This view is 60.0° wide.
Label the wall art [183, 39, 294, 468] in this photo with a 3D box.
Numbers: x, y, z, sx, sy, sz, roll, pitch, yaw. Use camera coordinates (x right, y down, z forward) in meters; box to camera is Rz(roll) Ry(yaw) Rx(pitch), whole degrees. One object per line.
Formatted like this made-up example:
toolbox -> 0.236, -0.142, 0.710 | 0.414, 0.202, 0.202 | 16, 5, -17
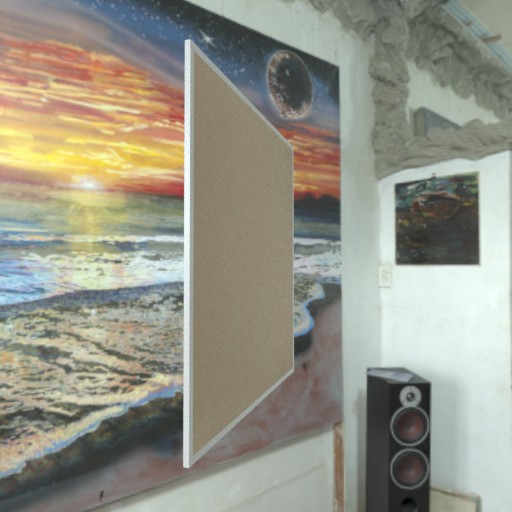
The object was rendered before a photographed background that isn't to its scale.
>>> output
wall art -> 0.000, 0.000, 0.688 | 0.007, 0.456, 0.456 | 0, -1, 19
